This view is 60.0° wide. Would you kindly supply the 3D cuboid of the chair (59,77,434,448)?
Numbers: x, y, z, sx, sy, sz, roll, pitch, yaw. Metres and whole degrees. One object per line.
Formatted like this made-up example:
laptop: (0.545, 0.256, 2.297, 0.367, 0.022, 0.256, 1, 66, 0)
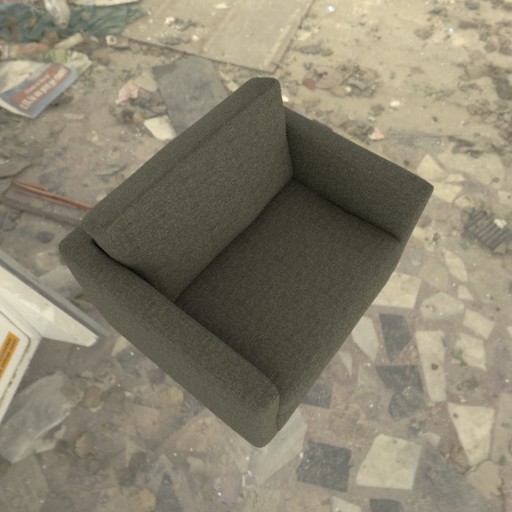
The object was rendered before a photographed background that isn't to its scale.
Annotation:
chair: (0.000, 0.000, 1.833, 0.959, 0.963, 1.107, 34, 64, 19)
